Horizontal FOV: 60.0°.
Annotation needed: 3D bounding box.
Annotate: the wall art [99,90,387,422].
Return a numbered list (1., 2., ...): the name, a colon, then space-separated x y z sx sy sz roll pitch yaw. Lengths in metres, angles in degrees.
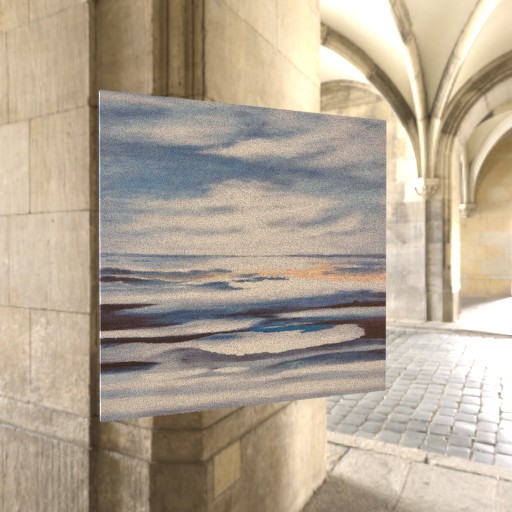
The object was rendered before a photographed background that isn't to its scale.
1. wall art: 0.000 0.000 1.124 0.747 0.747 0.035 0 0 -18
